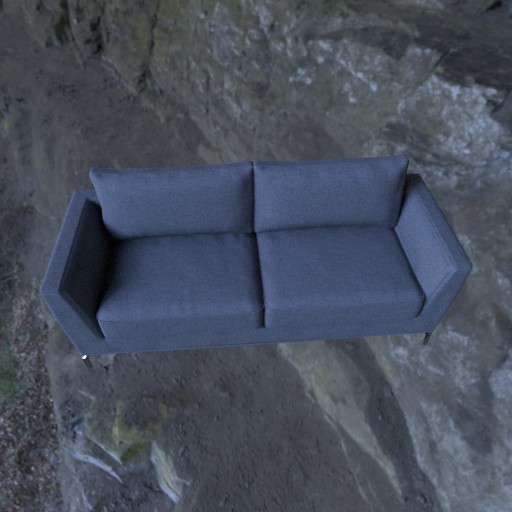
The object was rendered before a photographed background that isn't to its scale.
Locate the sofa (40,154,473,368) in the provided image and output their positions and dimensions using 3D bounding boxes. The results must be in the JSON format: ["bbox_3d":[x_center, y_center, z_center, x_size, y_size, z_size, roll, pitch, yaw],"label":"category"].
[{"bbox_3d":[0.000,0.000,2.691,2.212,1.002,0.869,-3,46,-3],"label":"sofa"}]
